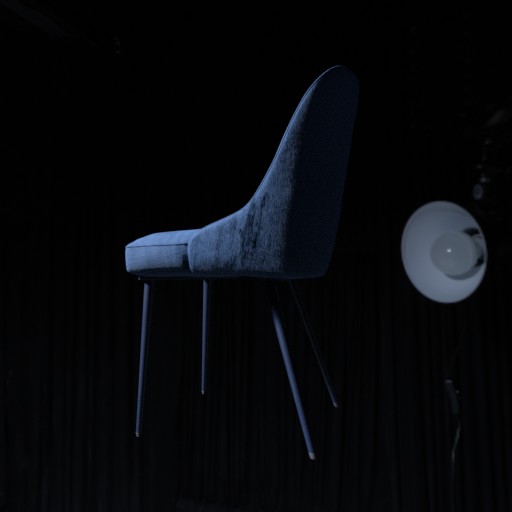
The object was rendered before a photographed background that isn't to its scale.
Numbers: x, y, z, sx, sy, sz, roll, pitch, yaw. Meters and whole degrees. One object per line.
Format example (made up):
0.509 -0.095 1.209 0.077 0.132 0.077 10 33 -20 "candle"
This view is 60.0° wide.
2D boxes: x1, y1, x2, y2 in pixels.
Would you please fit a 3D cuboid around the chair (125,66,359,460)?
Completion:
0.000 0.000 1.220 0.559 0.896 0.478 0 -1 18 "chair"
